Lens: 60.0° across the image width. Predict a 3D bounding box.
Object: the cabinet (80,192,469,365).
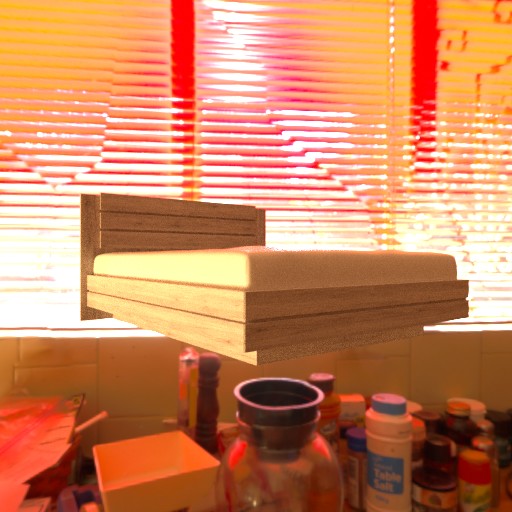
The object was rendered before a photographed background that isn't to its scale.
[{"bbox_3d":[0.000,0.000,3.012,1.750,0.970,2.080,0,0,-37],"label":"cabinet"}]
